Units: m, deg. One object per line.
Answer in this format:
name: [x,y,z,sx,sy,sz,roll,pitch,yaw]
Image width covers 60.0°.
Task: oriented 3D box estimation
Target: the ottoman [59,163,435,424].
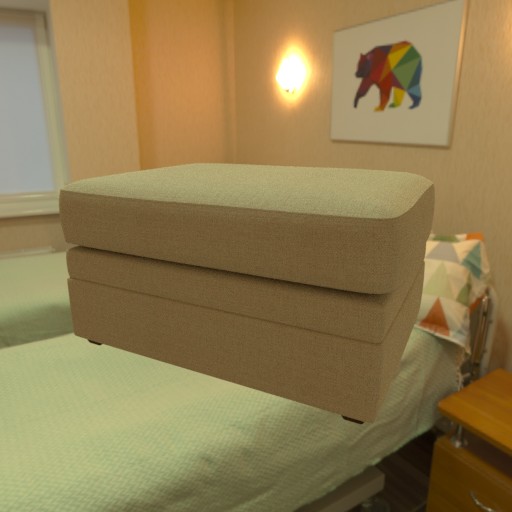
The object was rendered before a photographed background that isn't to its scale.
ottoman: [0.000,0.000,1.254,0.885,0.478,0.637,9,19,26]
